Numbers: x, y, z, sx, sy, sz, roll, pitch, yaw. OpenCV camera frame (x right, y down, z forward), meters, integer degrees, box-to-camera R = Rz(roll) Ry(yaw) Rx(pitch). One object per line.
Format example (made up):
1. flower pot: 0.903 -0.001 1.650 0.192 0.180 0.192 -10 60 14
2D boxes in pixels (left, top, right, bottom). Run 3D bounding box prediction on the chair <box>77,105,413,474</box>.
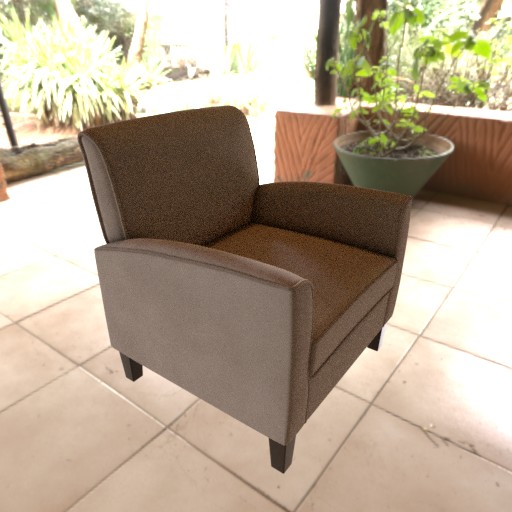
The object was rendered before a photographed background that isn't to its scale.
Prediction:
1. chair: 0.000 0.000 1.567 0.820 0.915 0.820 18 31 32
